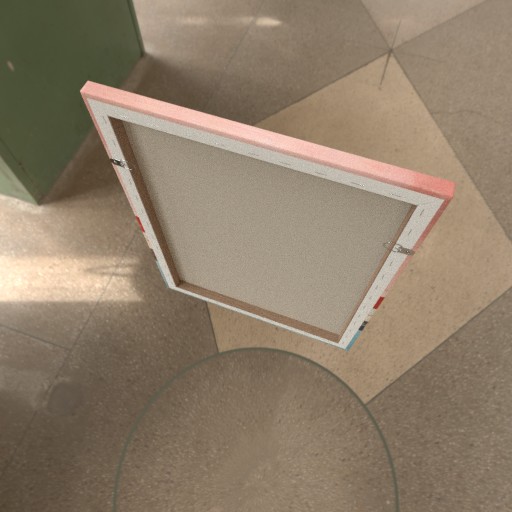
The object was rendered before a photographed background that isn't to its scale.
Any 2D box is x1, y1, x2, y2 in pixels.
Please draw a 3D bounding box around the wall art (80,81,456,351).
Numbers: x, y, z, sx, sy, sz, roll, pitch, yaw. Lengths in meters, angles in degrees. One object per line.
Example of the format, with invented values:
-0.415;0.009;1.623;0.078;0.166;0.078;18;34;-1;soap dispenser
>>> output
0.000;0.000;1.308;0.761;1.016;0.039;18;64;9;wall art
